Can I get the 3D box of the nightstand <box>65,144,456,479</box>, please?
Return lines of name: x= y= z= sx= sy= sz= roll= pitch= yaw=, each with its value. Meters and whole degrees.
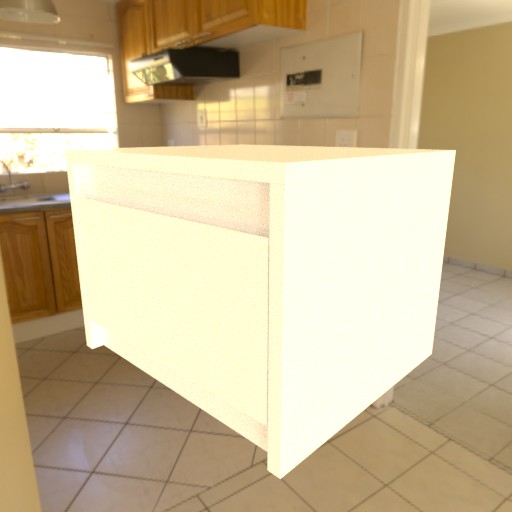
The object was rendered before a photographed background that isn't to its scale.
nightstand: x=0.000 y=0.000 z=0.752 sx=0.470 sy=0.351 sz=0.408 roll=15 pitch=21 yaw=42
